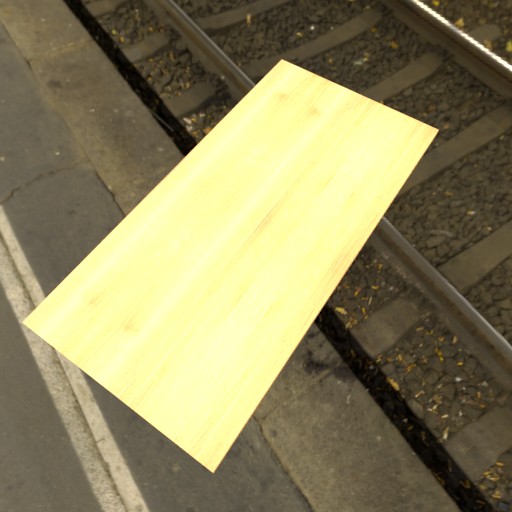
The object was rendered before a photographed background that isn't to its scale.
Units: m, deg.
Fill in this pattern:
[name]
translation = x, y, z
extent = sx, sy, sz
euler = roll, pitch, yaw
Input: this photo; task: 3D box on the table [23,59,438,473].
[table]
translation = 0.000, 0.000, 2.230
extent = 0.900, 0.750, 1.800
euler = 31, 66, 16
